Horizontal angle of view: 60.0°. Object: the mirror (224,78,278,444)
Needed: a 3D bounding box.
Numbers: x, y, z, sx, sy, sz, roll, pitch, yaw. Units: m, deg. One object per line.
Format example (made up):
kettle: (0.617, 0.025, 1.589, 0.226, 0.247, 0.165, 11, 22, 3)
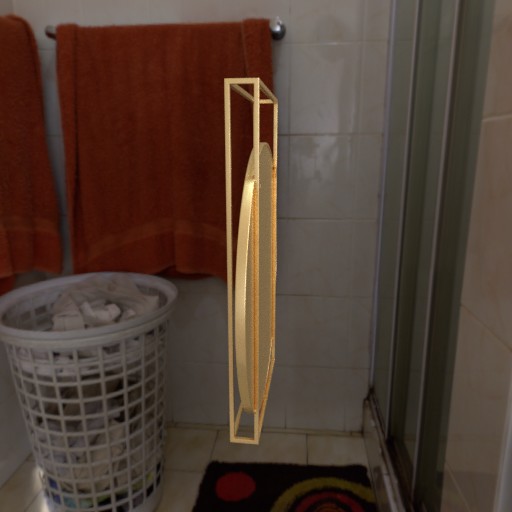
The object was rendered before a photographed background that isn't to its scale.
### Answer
mirror: (0.000, 0.000, 0.860, 0.051, 0.603, 0.508, 2, 14, 7)
